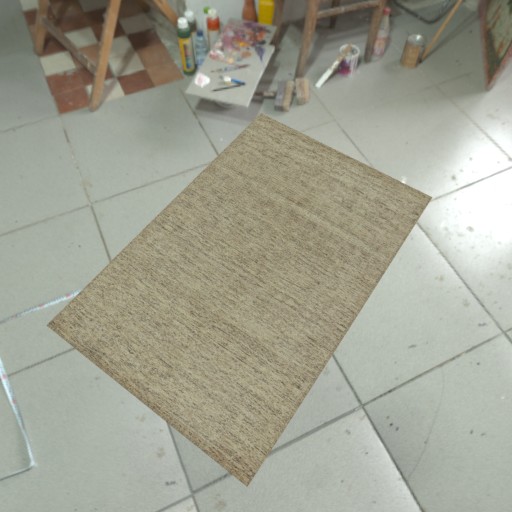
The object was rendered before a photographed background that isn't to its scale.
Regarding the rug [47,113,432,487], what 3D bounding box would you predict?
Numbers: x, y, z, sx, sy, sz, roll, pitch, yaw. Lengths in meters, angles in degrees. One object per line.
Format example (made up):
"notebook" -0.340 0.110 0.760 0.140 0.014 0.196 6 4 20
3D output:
"rug" 0.000 0.000 2.361 1.211 0.018 1.822 31 64 17
